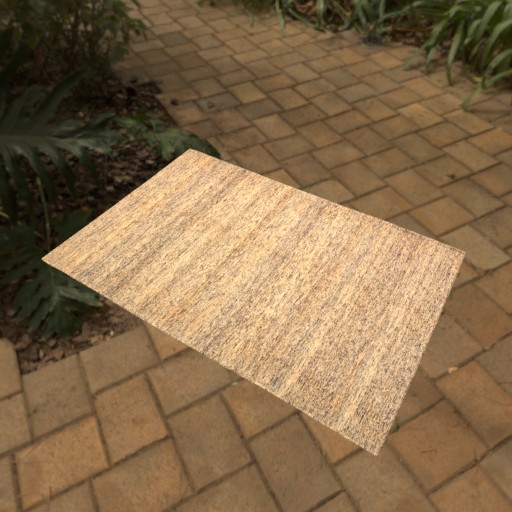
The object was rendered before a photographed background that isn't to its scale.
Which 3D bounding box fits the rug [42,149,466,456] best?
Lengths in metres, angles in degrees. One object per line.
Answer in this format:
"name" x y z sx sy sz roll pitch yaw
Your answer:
"rug" 0.000 0.000 2.312 1.846 0.014 1.243 25 51 22
